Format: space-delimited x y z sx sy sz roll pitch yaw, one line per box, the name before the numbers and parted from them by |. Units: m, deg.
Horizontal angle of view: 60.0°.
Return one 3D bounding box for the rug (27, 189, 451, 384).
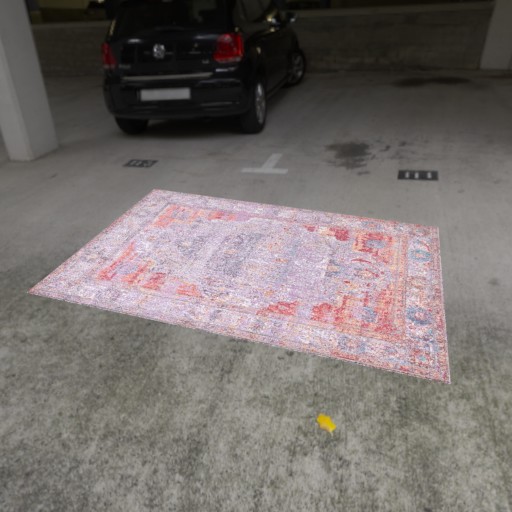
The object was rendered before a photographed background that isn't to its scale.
rug | 0.000 0.000 2.300 1.829 0.005 1.219 9 34 14
